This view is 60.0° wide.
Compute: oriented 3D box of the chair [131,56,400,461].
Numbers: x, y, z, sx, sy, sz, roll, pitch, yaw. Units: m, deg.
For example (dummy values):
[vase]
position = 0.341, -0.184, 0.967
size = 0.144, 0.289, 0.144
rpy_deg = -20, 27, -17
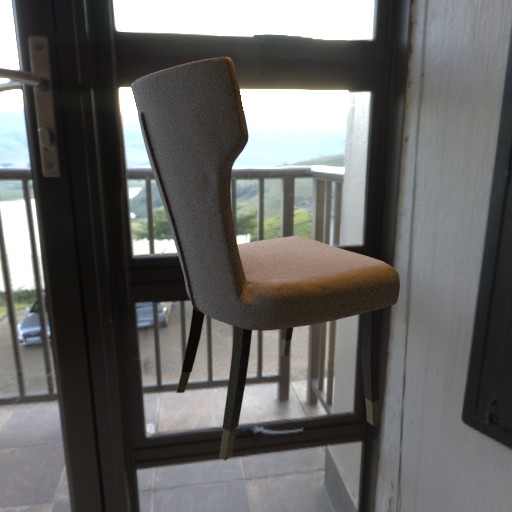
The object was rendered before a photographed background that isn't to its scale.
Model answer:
[chair]
position = 0.000, 0.000, 1.269
size = 0.630, 0.950, 0.526
rpy_deg = -7, 15, -27
